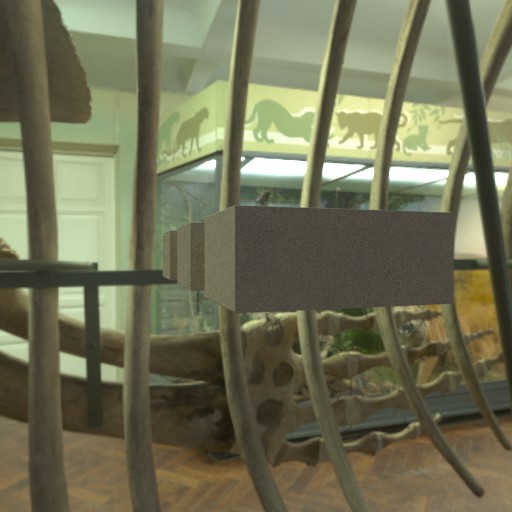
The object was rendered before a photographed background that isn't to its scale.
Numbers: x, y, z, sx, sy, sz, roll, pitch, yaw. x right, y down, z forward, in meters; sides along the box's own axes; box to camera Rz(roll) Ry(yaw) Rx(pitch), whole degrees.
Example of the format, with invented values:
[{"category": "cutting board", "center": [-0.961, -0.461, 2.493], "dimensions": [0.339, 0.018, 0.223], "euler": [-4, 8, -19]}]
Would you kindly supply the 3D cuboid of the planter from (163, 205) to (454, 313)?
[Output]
[{"category": "planter", "center": [0.000, 0.000, 0.388], "dimensions": [0.127, 0.051, 0.333], "euler": [0, 1, -18]}]
